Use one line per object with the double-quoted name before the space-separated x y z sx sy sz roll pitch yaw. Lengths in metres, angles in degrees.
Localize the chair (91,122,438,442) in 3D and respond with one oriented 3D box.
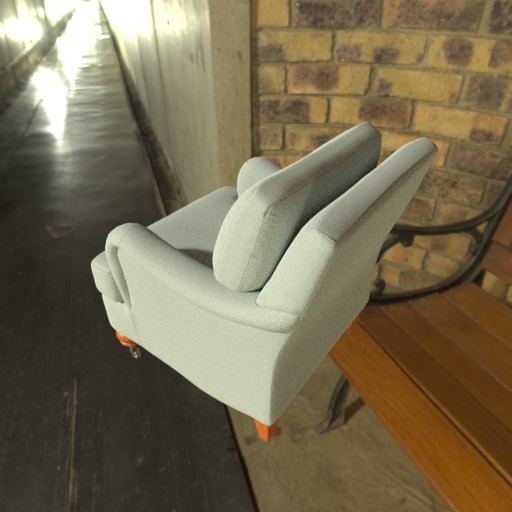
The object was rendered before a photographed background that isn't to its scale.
"chair" 0.000 0.000 1.854 1.070 1.038 0.955 21 38 29
